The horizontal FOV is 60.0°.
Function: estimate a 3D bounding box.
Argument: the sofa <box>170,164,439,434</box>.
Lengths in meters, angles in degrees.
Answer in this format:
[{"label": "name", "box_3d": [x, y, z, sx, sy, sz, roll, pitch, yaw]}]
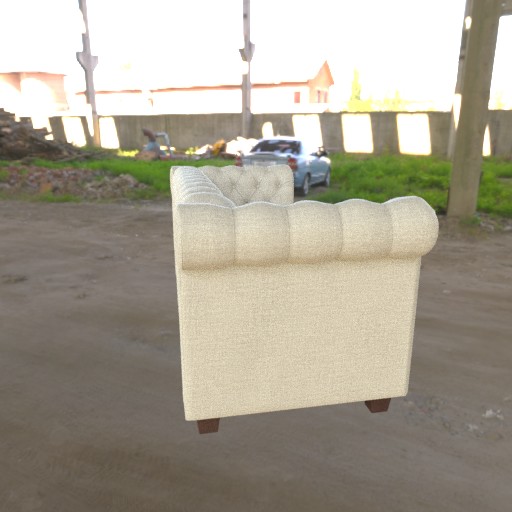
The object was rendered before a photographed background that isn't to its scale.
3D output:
[{"label": "sofa", "box_3d": [0.000, 0.000, 2.158, 0.783, 0.797, 1.798, -3, 15, -11]}]
